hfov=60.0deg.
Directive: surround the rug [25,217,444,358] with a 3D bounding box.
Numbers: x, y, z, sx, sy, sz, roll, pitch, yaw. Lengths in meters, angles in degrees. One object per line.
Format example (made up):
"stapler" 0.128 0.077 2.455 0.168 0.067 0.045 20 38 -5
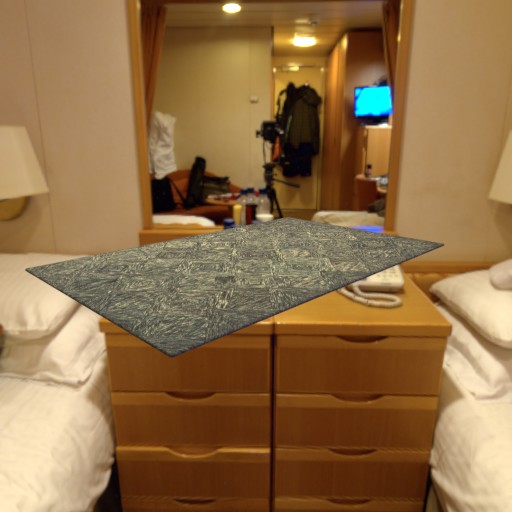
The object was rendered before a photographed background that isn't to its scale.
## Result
"rug" 0.000 0.000 2.871 2.330 0.017 1.478 -15 21 -43
